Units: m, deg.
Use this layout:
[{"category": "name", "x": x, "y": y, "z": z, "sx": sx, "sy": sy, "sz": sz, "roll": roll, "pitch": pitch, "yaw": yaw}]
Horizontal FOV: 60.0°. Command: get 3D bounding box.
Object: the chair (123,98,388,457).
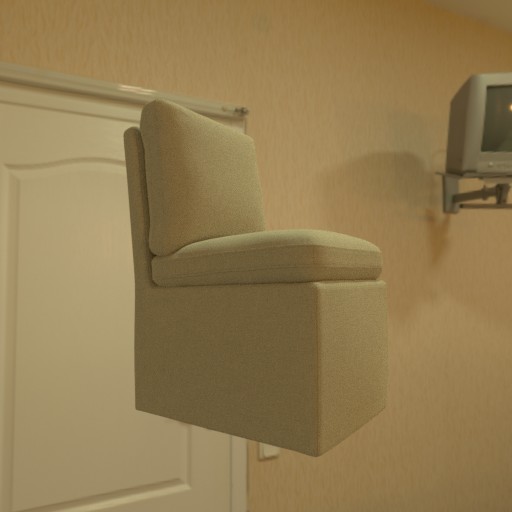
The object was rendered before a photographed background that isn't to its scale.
[{"category": "chair", "x": 0.000, "y": 0.000, "z": 1.364, "sx": 0.698, "sy": 0.927, "sz": 0.503, "roll": -2, "pitch": -3, "yaw": 35}]
